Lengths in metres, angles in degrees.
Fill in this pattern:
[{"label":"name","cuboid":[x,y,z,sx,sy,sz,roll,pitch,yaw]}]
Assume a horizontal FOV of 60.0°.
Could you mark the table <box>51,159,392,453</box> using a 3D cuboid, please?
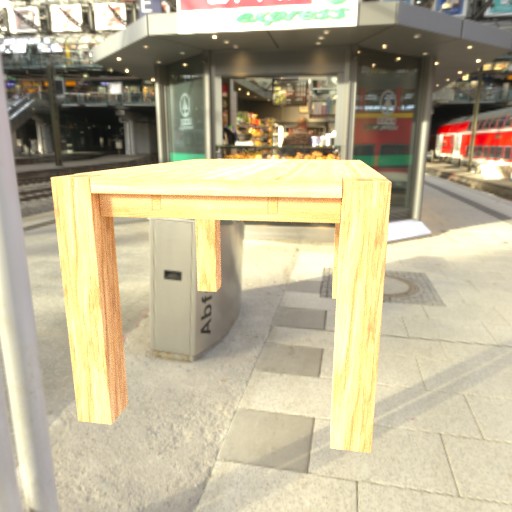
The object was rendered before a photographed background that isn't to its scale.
[{"label":"table","cuboid":[0.000,0.000,1.898,0.900,0.760,1.400,2,15,9]}]
